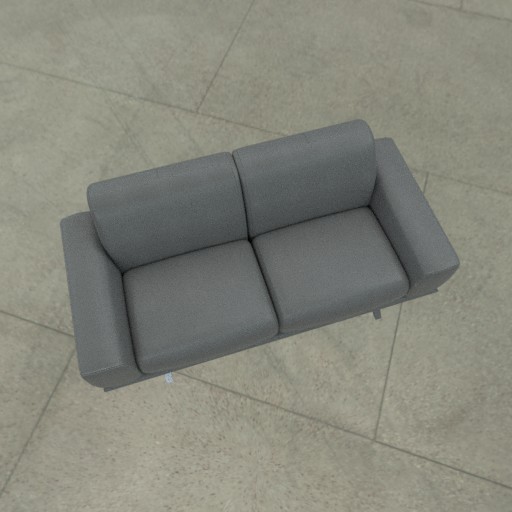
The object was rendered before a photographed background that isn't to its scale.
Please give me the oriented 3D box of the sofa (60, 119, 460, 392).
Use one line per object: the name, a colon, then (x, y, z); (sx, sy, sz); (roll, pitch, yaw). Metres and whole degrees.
sofa: (0.000, 0.000, 2.387); (1.901, 0.772, 0.900); (-15, 65, -7)
